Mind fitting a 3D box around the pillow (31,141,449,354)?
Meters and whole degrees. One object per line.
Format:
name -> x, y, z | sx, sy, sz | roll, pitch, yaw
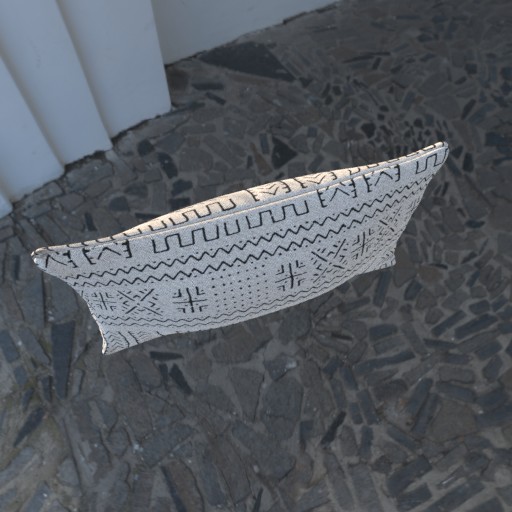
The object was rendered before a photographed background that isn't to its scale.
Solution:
pillow -> 0.000, 0.000, 0.780 | 0.637, 0.352, 0.188 | -16, 59, -10
